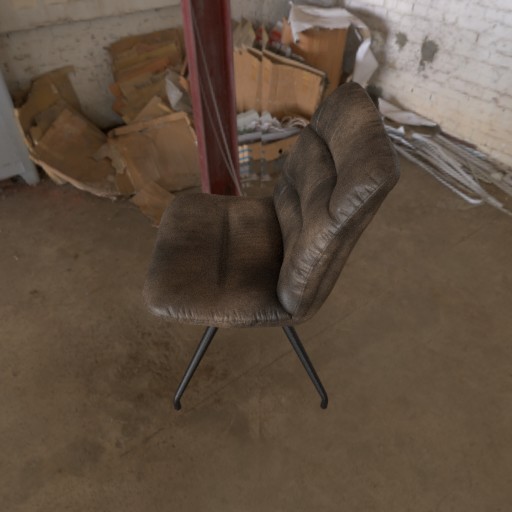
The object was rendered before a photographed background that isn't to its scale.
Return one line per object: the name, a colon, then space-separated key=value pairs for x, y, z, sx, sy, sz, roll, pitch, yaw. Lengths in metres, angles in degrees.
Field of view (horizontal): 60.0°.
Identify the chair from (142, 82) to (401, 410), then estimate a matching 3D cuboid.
chair: x=0.000 y=0.000 z=1.314 sx=0.622 sy=0.870 sz=0.549 roll=0 pitch=41 yaw=0
